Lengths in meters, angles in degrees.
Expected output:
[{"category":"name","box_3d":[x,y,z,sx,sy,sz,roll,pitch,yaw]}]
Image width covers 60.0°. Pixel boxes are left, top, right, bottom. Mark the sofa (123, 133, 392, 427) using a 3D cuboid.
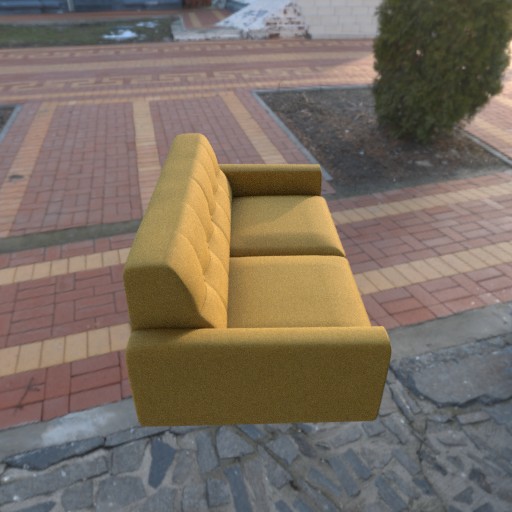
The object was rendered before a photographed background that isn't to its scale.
[{"category":"sofa","box_3d":[0.000,0.000,2.198,0.909,0.841,1.631,-1,33,-1]}]
